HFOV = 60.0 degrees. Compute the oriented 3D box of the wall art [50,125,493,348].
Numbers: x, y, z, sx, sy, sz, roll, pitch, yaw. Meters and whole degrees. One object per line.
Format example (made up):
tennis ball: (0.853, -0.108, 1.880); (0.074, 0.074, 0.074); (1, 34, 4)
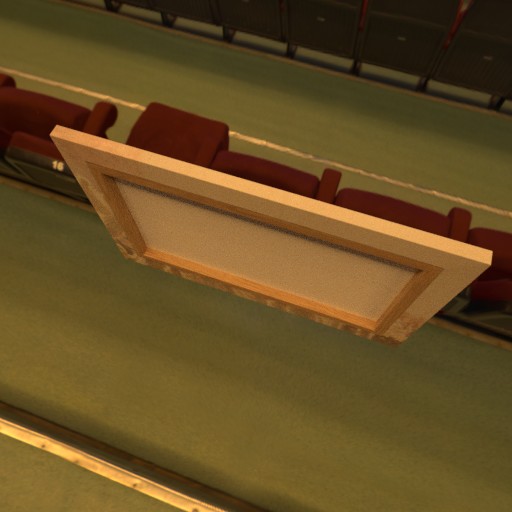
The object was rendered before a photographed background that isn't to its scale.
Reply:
wall art: (0.000, 0.000, 1.435); (1.142, 0.758, 0.041); (17, 65, 8)
